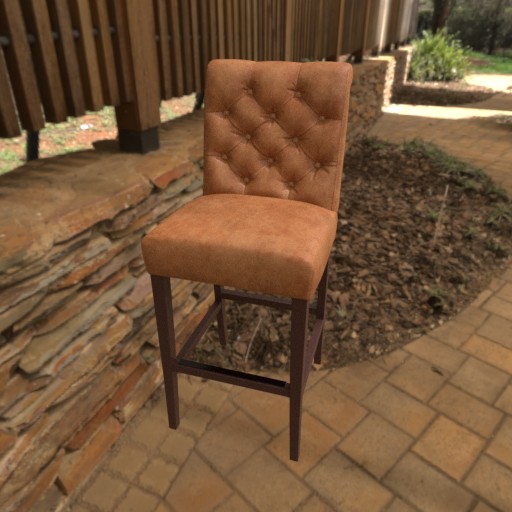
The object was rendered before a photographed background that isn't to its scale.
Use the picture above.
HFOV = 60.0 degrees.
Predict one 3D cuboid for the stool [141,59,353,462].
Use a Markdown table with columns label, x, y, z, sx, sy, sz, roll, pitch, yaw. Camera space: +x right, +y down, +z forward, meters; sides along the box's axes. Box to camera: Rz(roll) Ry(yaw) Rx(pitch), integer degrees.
| label | x | y | z | sx | sy | sz | roll | pitch | yaw |
| --- | --- | --- | --- | --- | --- | --- | --- | --- | --- |
| stool | 0.000 | 0.000 | 1.451 | 0.493 | 1.140 | 0.601 | 8 | 29 | 15 |
